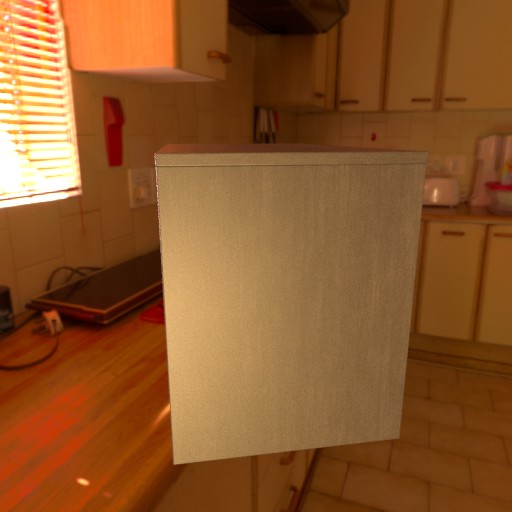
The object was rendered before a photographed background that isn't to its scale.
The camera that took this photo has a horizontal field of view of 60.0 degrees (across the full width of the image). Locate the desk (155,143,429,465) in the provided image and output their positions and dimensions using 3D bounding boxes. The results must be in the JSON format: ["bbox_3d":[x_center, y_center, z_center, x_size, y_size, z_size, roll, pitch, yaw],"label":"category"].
[{"bbox_3d":[0.000,0.000,1.562,0.600,0.750,1.100,-3,15,-9],"label":"desk"}]
